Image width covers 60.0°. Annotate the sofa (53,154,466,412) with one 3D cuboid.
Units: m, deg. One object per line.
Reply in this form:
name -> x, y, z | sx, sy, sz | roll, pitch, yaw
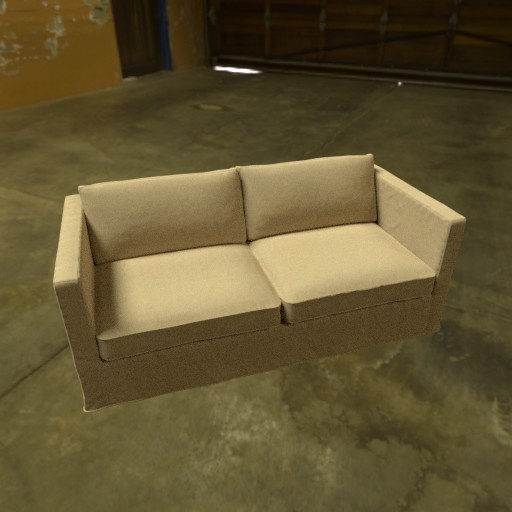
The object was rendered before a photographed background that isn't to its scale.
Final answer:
sofa -> 0.000, 0.000, 2.456 | 1.959, 0.835, 0.962 | -9, 31, -15
